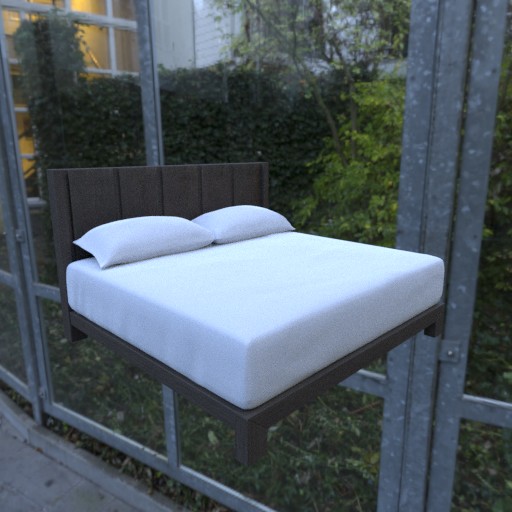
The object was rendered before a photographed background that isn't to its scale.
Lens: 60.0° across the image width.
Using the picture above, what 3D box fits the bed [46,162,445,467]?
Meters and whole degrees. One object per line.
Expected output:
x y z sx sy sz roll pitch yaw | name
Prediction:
0.000 0.000 3.292 2.012 1.270 2.134 13 19 43 | bed
